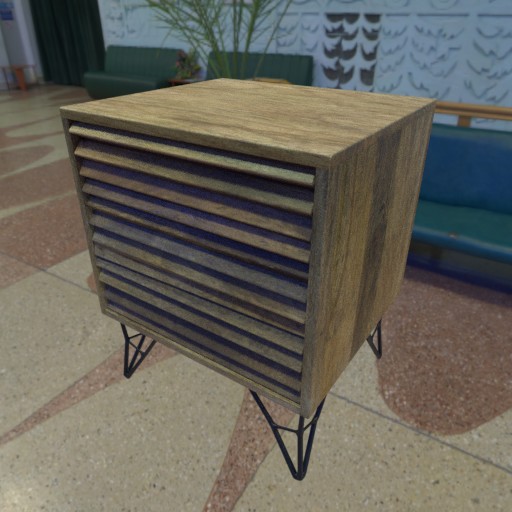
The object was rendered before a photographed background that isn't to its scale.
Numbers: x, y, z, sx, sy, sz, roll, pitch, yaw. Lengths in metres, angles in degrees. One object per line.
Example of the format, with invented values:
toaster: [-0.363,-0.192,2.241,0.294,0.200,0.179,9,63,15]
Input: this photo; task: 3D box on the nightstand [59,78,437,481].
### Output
nightstand: [0.000,0.000,0.842,0.457,0.559,0.406,18,34,30]
